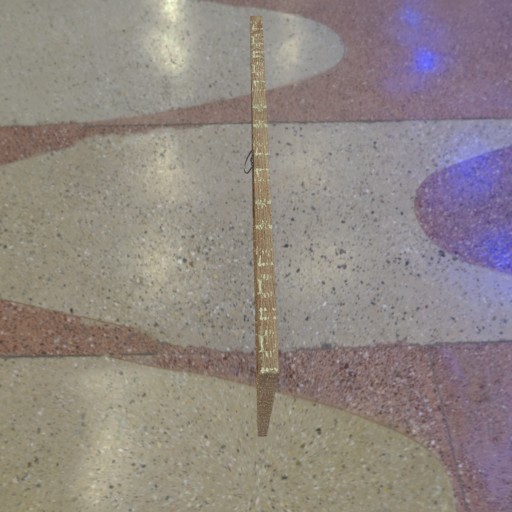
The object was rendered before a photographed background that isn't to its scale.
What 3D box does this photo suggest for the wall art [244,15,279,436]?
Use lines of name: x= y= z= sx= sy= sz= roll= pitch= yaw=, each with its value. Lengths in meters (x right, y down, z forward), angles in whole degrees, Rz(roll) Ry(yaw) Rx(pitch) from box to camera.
wall art: x=0.000 y=0.000 z=0.552 sx=0.022 sy=0.380 sz=0.380 roll=-1 pitch=62 yaw=-1
